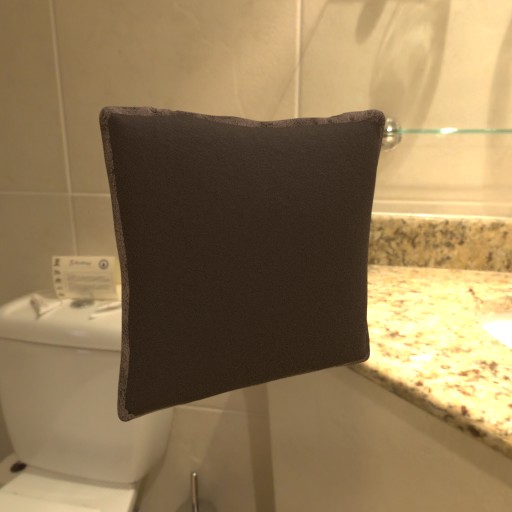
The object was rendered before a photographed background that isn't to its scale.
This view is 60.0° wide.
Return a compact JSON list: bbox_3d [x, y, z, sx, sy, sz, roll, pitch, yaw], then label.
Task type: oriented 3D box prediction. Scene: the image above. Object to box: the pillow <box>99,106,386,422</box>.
[{"bbox_3d":[0.000,0.000,0.801,0.522,0.520,0.204,-6,15,-25],"label":"pillow"}]
